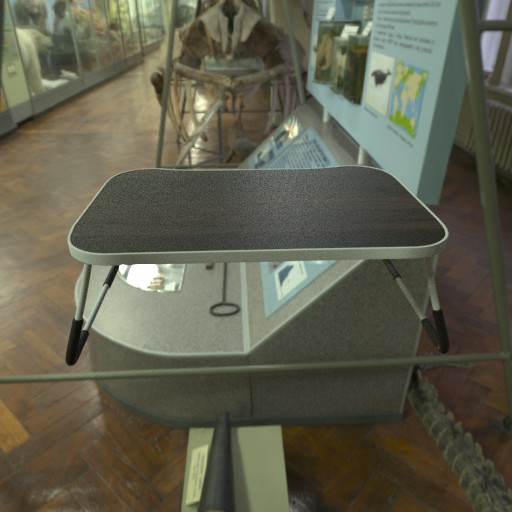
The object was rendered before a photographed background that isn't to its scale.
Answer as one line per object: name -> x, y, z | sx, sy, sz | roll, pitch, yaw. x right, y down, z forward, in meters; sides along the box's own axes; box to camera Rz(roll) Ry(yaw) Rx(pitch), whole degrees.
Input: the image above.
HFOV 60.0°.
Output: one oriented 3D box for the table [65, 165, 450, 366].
table -> 0.000, 0.000, 0.859 | 0.660, 0.232, 0.400 | -1, 28, -2
